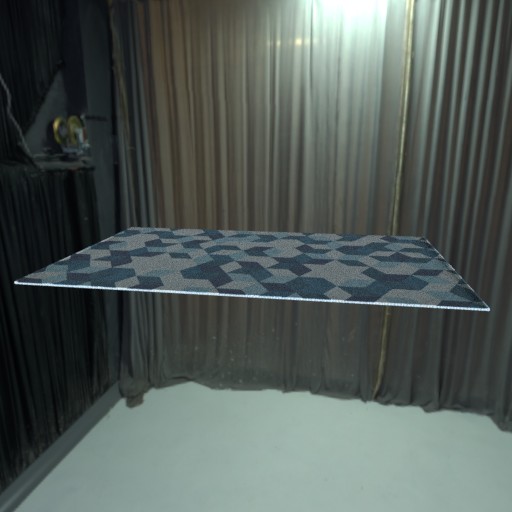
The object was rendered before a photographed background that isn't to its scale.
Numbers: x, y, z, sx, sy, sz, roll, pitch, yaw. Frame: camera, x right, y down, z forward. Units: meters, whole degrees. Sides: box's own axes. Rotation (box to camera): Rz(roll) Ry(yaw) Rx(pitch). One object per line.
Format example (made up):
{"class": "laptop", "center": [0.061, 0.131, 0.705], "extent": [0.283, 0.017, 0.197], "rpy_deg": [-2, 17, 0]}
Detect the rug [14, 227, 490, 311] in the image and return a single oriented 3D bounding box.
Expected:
{"class": "rug", "center": [0.000, 0.000, 2.959], "extent": [2.438, 0.015, 1.518], "rpy_deg": [2, 15, 9]}
